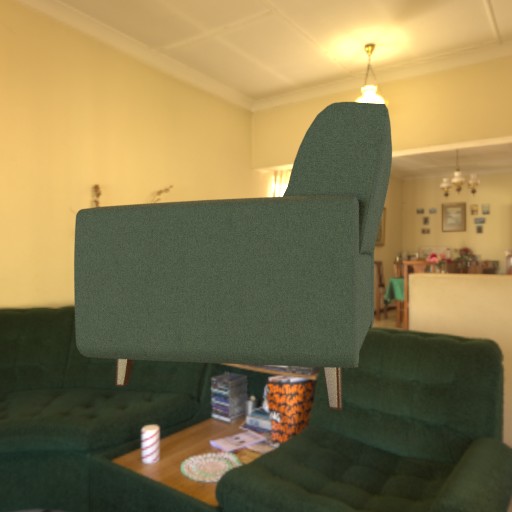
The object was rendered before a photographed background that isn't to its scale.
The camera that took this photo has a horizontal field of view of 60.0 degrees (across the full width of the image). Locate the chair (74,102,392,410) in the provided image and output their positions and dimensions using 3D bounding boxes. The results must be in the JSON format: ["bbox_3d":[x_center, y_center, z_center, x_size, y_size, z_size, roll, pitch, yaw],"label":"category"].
[{"bbox_3d":[0.000,0.000,1.555,0.909,0.841,0.831,0,0,18],"label":"chair"}]
